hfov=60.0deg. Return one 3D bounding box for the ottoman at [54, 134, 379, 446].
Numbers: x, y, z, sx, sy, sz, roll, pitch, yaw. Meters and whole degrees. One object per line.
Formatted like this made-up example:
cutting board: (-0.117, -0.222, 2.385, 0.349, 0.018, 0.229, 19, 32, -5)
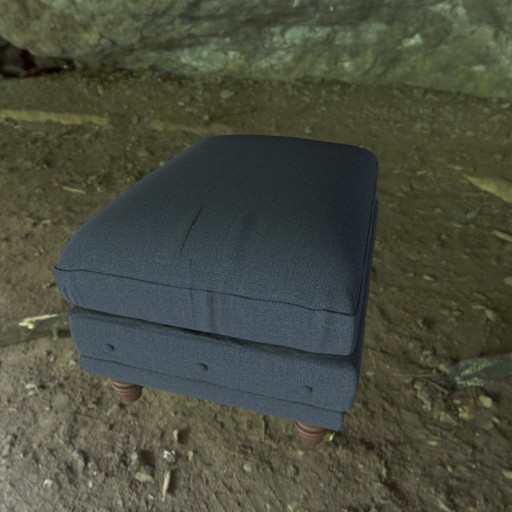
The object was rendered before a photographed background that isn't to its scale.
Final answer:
ottoman: (0.000, 0.000, 1.097, 0.558, 0.486, 0.767, 8, 31, 14)
